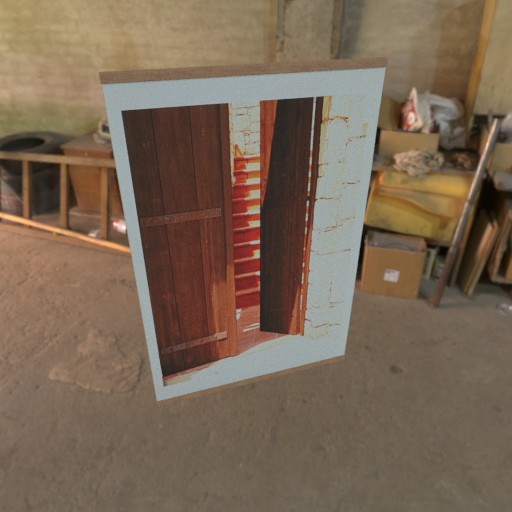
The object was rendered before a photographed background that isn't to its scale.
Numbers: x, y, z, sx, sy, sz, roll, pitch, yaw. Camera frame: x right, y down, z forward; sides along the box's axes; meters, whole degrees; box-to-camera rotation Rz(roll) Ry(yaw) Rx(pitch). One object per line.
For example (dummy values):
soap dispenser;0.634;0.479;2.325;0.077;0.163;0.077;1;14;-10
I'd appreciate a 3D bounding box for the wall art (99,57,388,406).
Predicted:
wall art;0.000;0.000;1.896;1.019;1.527;0.019;-10;33;-15
